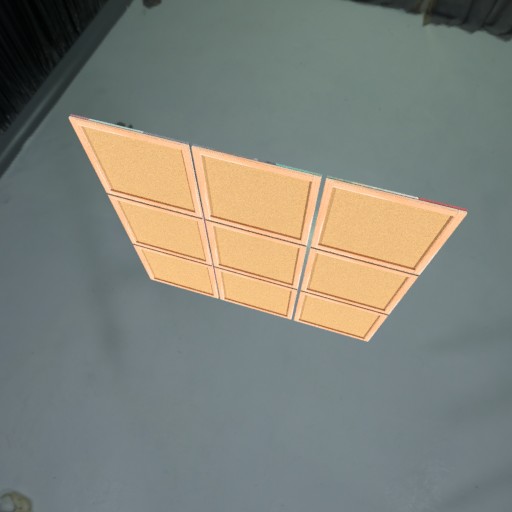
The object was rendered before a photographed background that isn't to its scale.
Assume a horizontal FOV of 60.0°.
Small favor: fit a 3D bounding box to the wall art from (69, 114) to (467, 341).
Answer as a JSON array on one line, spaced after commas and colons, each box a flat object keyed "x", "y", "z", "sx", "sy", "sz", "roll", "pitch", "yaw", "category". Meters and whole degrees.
[{"x": 0.000, "y": 0.000, "z": 1.379, "sx": 0.911, "sy": 0.910, "sz": 0.012, "roll": 15, "pitch": 64, "yaw": 8, "category": "wall art"}]
